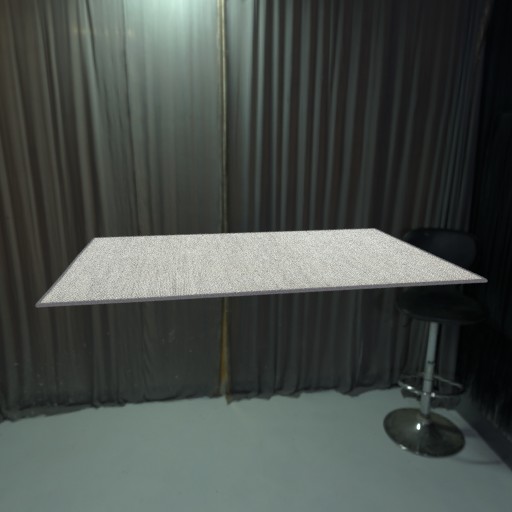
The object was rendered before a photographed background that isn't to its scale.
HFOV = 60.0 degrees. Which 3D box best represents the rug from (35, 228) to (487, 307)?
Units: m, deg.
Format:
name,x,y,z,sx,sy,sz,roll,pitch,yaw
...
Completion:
name,x,y,z,sx,sy,sz,roll,pitch,yaw
rug,0.000,0.000,2.113,1.676,0.013,1.067,-2,15,-9
